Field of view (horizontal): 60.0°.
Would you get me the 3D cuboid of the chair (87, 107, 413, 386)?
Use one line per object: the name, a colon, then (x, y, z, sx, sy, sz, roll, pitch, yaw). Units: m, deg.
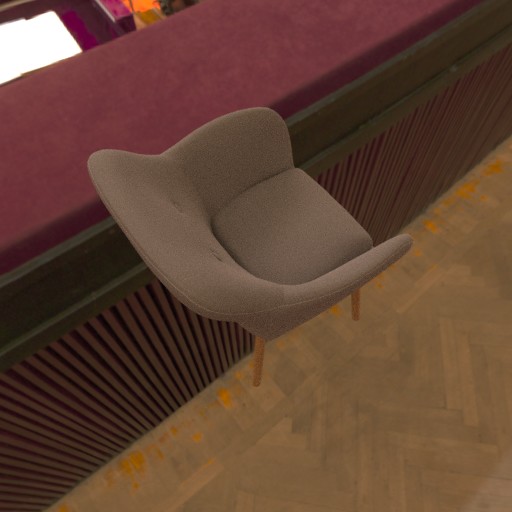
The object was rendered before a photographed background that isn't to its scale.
chair: (0.000, 0.000, 1.212, 0.590, 0.830, 0.570, -33, 65, -17)
